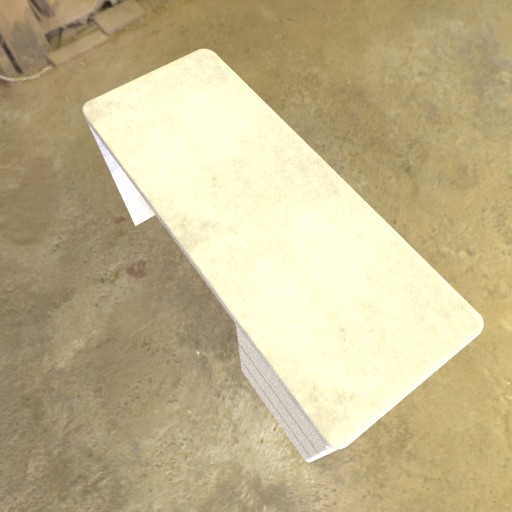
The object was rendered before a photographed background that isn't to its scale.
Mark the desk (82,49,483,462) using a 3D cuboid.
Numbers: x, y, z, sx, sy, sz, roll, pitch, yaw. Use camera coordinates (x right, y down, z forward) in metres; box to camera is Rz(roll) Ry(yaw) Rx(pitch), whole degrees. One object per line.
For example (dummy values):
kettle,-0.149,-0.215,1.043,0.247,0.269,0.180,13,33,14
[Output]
desk,0.000,0.000,1.718,0.550,0.755,1.400,-33,67,-16
